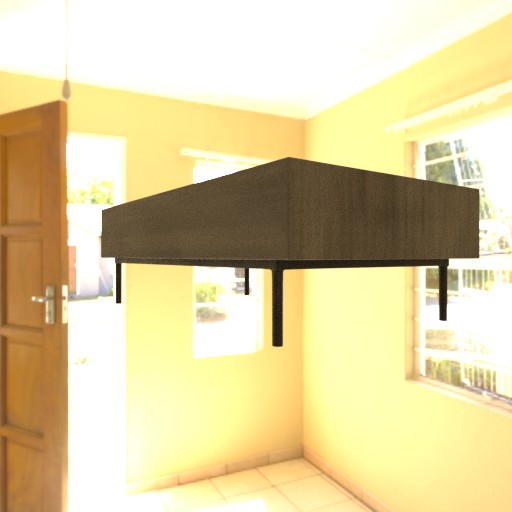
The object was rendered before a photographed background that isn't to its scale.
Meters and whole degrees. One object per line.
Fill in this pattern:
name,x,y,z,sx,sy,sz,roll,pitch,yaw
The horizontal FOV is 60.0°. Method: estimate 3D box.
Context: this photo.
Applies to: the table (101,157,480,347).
table,0.000,0.000,1.397,0.643,0.347,1.088,0,0,-36
